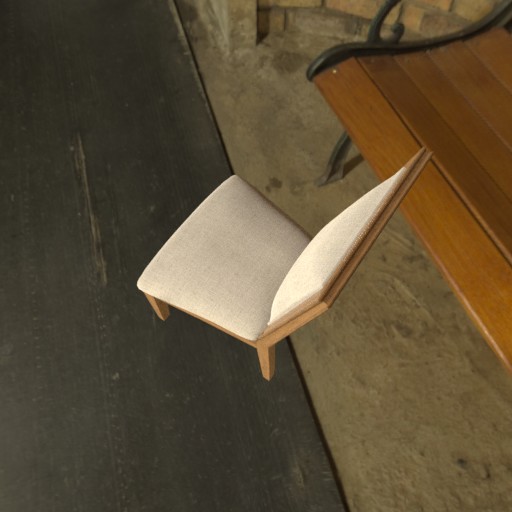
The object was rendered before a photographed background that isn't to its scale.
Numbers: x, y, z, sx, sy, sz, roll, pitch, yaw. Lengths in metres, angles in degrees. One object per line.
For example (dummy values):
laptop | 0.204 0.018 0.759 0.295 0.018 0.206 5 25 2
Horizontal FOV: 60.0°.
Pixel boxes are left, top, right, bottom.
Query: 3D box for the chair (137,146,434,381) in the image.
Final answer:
chair | 0.000 0.000 1.346 0.601 0.988 0.536 33 68 15
